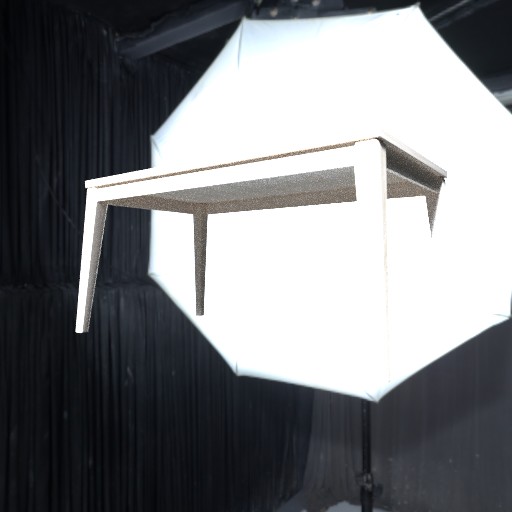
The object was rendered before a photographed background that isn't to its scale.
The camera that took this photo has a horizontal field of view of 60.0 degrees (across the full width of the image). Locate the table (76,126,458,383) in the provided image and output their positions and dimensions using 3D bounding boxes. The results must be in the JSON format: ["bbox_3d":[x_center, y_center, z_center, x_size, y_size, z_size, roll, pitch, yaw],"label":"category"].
[{"bbox_3d":[0.000,0.000,2.117,1.600,0.760,0.900,-1,-1,37],"label":"table"}]
